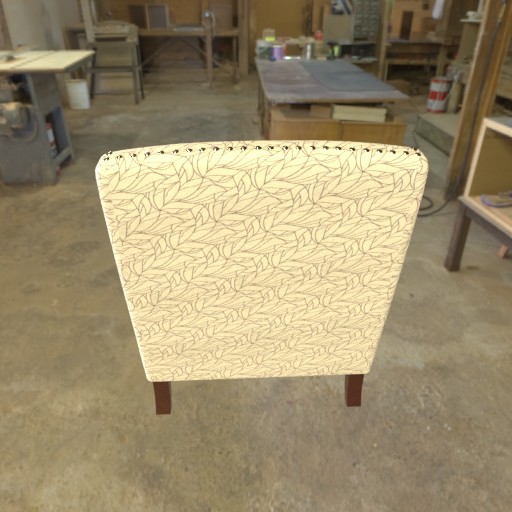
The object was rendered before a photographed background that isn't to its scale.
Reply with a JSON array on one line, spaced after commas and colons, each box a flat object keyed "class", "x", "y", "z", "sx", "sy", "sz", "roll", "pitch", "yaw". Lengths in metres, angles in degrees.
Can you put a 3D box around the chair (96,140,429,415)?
[{"class": "chair", "x": 0.000, "y": 0.000, "z": 1.273, "sx": 0.623, "sy": 0.816, "sz": 0.651, "roll": -1, "pitch": 30, "yaw": -3}]
